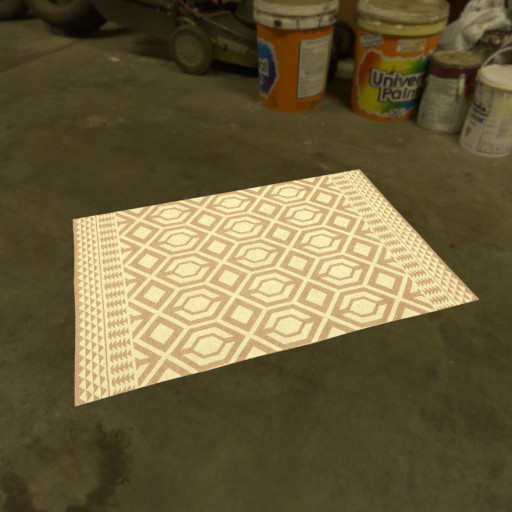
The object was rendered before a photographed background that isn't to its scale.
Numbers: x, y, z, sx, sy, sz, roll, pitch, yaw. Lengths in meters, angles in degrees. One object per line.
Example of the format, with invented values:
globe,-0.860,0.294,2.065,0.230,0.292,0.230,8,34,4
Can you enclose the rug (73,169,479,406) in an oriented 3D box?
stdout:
rug,0.000,0.000,2.324,1.829,0.008,1.219,-12,44,-13
